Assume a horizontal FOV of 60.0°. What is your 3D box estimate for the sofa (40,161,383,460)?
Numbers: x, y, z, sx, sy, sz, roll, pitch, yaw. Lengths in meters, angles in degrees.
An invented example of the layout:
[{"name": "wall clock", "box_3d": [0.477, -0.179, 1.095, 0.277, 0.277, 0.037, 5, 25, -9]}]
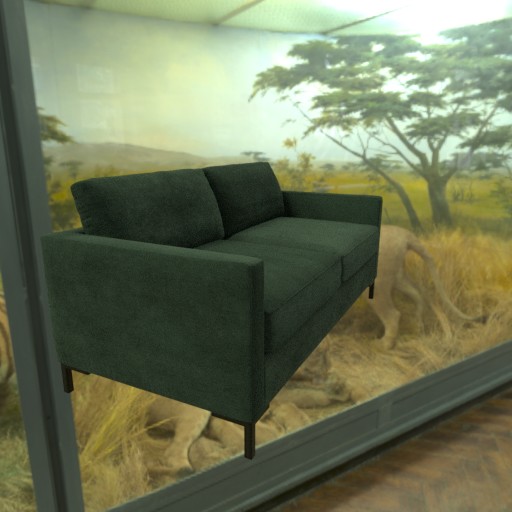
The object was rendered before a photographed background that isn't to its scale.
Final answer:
[{"name": "sofa", "box_3d": [0.000, 0.000, 2.118, 0.875, 0.817, 1.676, 8, 17, 26]}]
